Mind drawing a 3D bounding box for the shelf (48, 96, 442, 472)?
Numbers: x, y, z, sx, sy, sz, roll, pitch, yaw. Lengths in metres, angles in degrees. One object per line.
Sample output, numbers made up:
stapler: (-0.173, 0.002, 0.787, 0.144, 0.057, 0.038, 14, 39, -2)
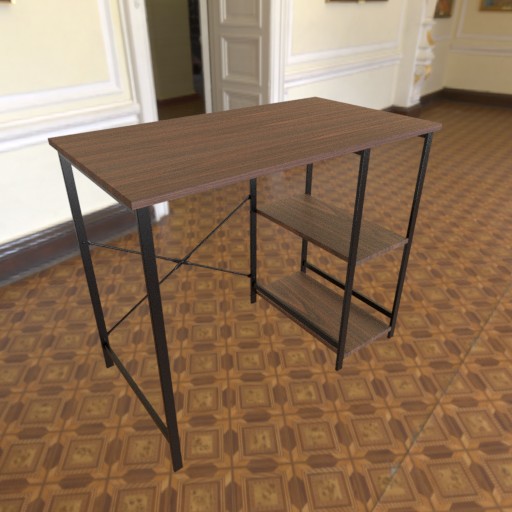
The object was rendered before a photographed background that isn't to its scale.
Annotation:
shelf: (0.000, 0.000, 1.334, 0.902, 0.750, 0.498, -21, 36, -32)
